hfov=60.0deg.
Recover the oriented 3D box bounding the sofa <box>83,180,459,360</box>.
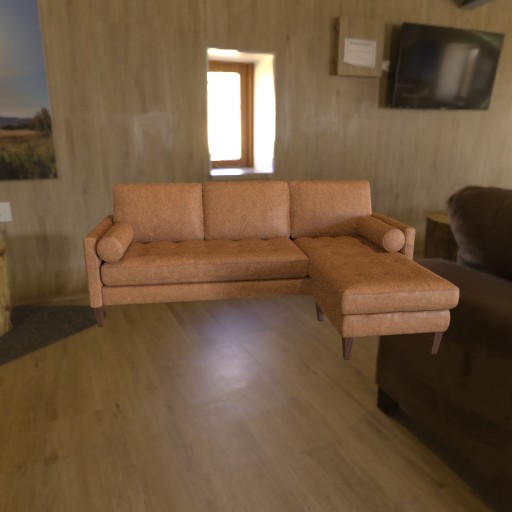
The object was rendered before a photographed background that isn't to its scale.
[{"bbox_3d":[0.000,0.000,2.963,2.178,0.876,1.506,-2,16,-8],"label":"sofa"}]
